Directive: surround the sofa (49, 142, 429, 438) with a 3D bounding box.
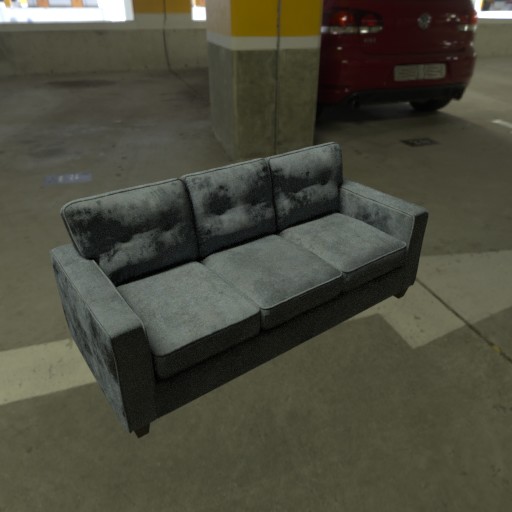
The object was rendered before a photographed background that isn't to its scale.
[{"bbox_3d":[0.000,0.000,2.694,2.133,0.965,0.939,-20,35,-31],"label":"sofa"}]
